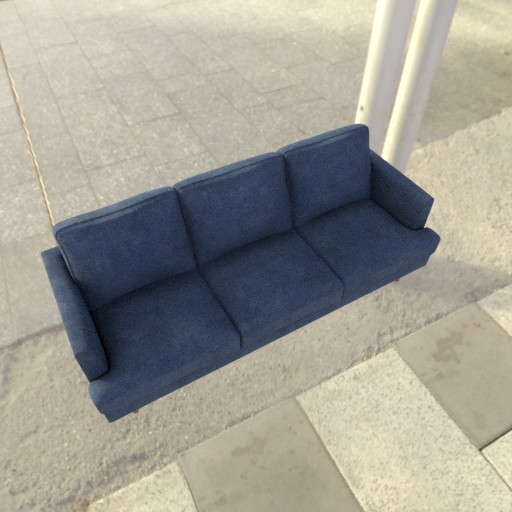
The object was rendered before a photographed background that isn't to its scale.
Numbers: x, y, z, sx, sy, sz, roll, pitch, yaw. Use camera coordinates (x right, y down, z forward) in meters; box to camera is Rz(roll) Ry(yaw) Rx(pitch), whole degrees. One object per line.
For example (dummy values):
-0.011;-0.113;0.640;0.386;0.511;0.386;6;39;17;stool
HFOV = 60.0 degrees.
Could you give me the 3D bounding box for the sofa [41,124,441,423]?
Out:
0.000;0.000;2.686;2.246;0.930;0.903;-23;51;-20;sofa
